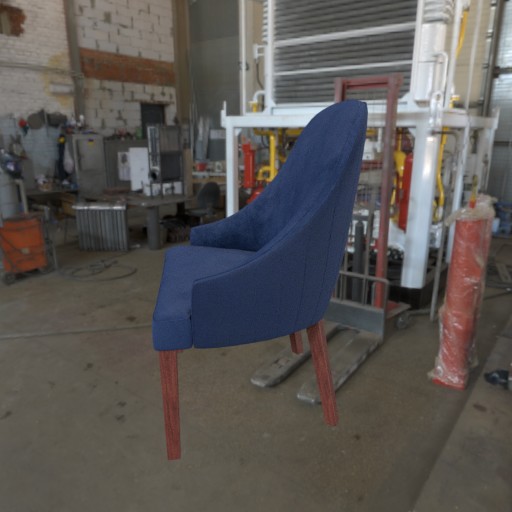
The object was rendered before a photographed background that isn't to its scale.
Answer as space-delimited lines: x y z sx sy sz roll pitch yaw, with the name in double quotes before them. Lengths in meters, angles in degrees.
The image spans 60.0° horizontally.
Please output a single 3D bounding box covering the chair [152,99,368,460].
"chair" 0.000 0.000 1.328 0.575 0.889 0.643 -2 16 -8
